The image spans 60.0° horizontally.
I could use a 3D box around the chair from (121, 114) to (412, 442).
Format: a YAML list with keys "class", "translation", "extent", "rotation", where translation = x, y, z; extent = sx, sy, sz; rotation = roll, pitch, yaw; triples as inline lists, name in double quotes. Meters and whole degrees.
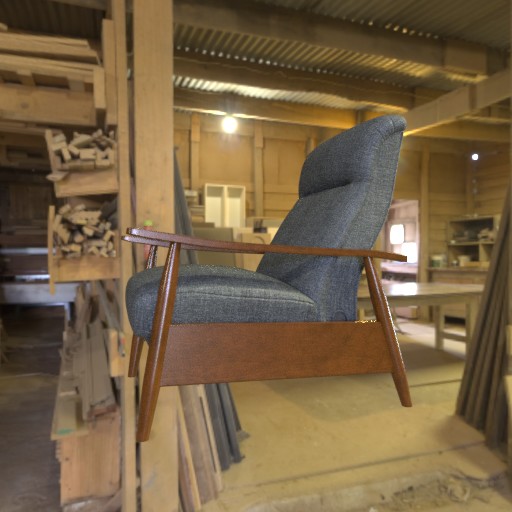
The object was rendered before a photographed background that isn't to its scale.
- class: "chair"
  translation: [0.000, 0.000, 1.793]
  extent: [1.030, 1.082, 0.762]
  rotation: [0, 1, -18]
